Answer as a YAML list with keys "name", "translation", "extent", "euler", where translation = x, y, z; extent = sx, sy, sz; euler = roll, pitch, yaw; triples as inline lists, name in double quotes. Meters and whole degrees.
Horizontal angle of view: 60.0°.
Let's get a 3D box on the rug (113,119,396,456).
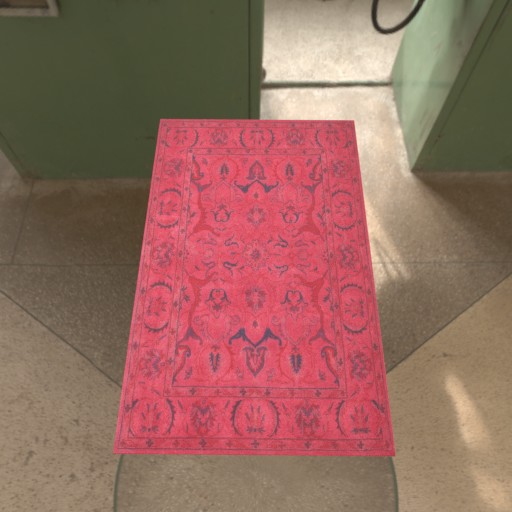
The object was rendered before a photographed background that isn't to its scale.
- name: "rug"
  translation: [0.000, 0.000, 2.951]
  extent: [1.534, 0.010, 2.423]
  euler: [0, 63, 0]
